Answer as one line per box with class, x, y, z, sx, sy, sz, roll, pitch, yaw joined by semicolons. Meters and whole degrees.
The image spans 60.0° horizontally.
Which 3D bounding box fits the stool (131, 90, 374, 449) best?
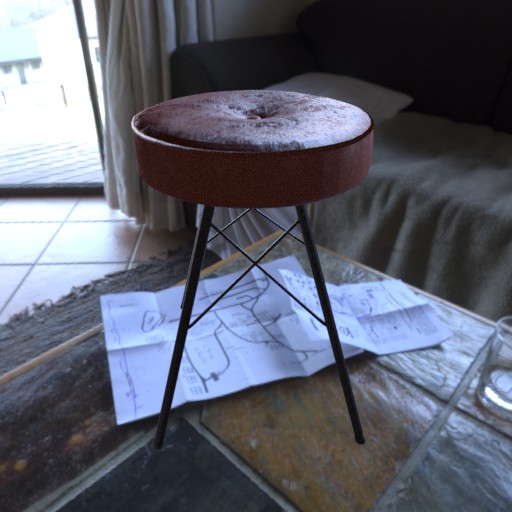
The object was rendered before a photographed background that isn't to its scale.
stool;0.000;0.000;0.907;0.421;0.593;0.457;-1;31;-1
